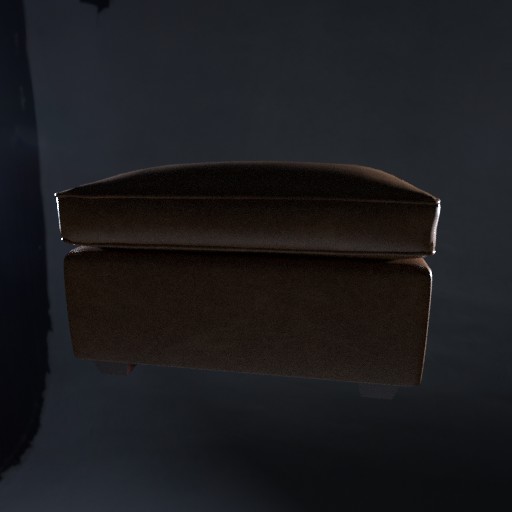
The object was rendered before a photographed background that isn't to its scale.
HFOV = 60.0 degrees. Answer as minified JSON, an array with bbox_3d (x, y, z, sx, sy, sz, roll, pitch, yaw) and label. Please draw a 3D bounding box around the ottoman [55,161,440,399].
[{"bbox_3d":[0.000,0.000,1.119,0.756,0.468,0.554,2,14,9],"label":"ottoman"}]
